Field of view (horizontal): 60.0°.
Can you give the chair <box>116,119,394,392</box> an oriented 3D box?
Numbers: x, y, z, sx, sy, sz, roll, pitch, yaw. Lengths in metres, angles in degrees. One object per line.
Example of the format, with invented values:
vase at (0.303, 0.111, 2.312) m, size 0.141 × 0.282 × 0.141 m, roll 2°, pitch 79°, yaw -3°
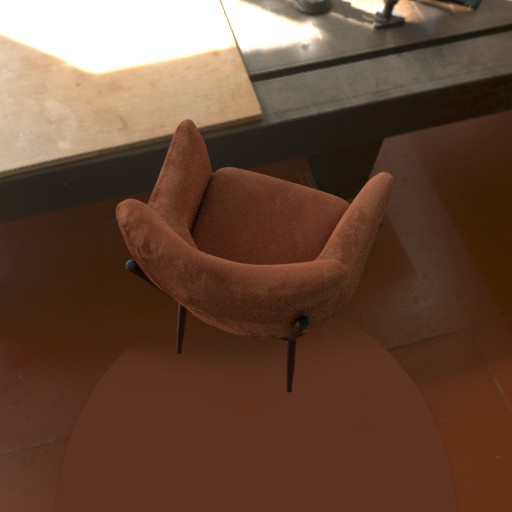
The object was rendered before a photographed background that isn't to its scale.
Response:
chair at (0.000, 0.000, 1.136) m, size 0.561 × 0.772 × 0.523 m, roll 17°, pitch 65°, yaw 8°
